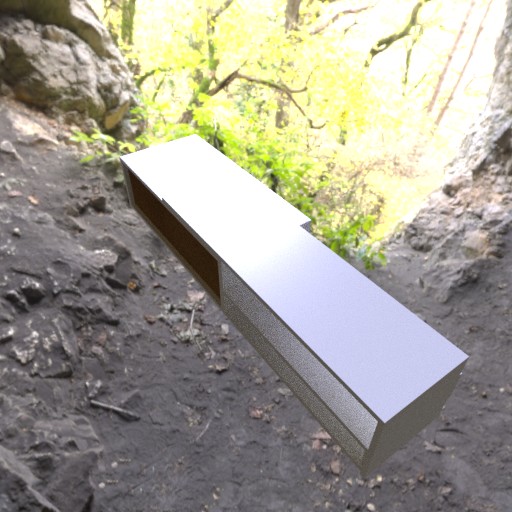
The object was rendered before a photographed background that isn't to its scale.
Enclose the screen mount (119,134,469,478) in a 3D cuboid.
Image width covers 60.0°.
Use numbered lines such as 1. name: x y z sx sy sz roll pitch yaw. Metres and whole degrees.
1. screen mount: 0.000 0.000 1.795 0.420 0.320 1.680 -25 47 -26
